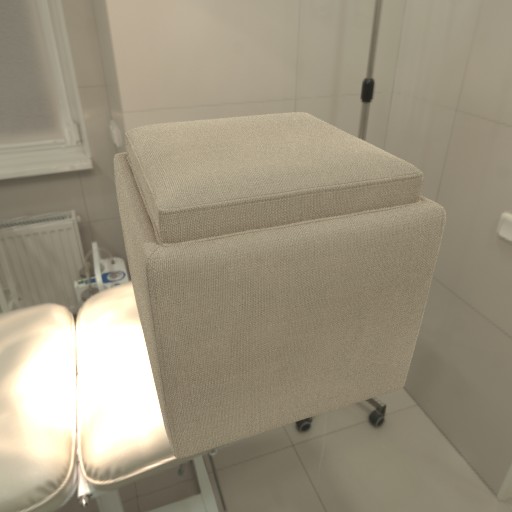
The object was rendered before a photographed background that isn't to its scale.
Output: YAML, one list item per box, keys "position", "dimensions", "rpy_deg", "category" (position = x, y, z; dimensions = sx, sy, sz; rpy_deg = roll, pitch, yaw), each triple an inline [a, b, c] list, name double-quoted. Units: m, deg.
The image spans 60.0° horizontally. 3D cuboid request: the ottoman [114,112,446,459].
- position: [0.000, 0.000, 0.832]
  dimensions: [0.451, 0.460, 0.450]
  rpy_deg: [-11, 32, -17]
  category: "ottoman"
